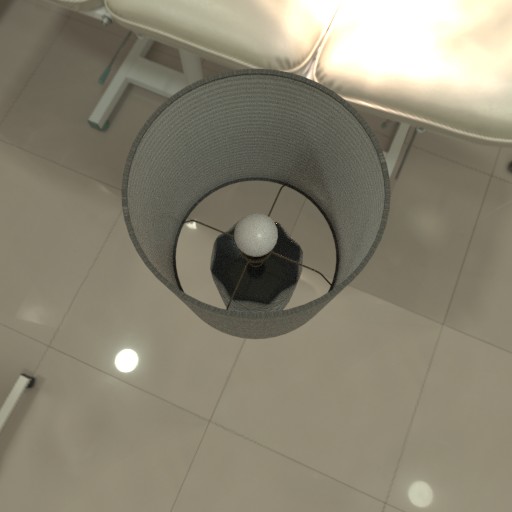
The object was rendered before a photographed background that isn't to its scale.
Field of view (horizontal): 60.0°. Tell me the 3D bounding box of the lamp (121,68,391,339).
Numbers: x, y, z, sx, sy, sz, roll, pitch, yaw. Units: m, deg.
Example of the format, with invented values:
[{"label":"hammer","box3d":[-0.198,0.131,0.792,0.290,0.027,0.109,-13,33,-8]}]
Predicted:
[{"label":"lamp","box3d":[0.000,0.000,0.717,0.268,0.566,0.269,23,76,6]}]
